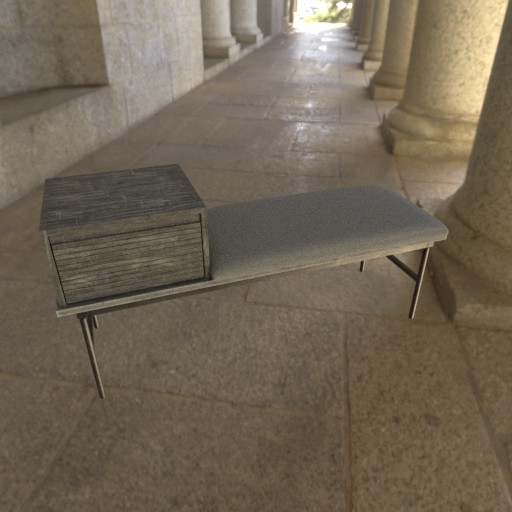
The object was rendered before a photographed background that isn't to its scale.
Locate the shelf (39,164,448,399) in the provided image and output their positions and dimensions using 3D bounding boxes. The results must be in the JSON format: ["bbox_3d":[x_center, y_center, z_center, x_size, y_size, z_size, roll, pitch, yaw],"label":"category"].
[{"bbox_3d":[0.000,0.000,1.644,1.342,0.633,0.457,-11,32,-17],"label":"shelf"}]
